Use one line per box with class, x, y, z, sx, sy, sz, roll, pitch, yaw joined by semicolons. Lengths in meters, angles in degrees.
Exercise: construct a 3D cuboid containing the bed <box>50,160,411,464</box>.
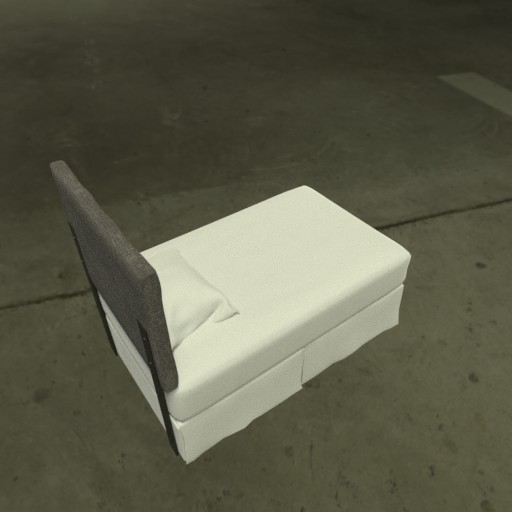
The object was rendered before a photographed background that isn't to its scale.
bed;0.000;0.000;3.009;1.997;1.571;1.261;-26;47;-27
